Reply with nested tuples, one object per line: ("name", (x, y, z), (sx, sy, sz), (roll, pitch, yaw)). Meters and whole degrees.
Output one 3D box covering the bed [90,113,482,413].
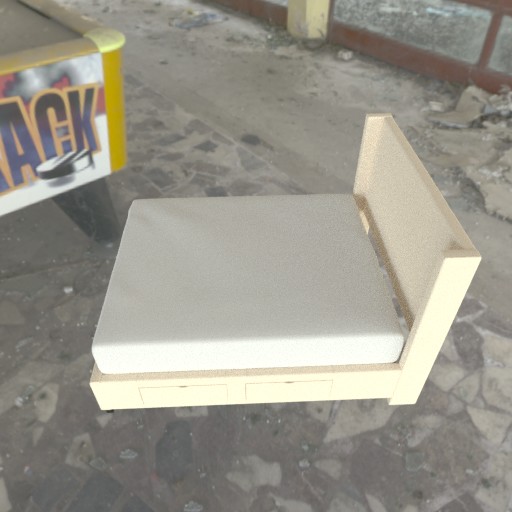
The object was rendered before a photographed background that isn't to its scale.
("bed", (0.000, 0.000, 3.405), (2.280, 1.471, 1.765), (-2, 42, -2))
